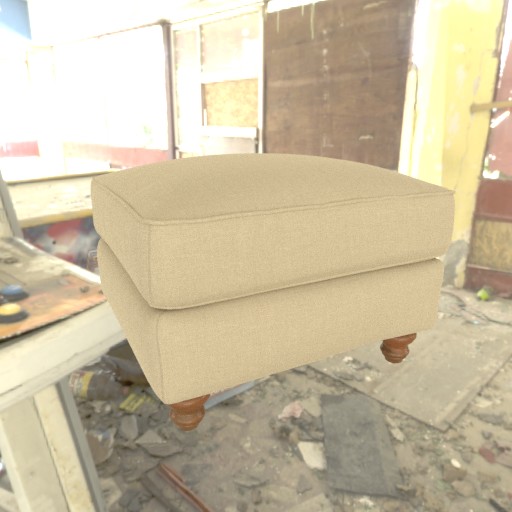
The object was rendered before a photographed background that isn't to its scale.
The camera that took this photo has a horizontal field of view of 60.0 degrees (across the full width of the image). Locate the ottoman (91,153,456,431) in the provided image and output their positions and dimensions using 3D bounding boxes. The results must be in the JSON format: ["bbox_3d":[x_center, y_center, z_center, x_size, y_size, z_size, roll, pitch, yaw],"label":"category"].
[{"bbox_3d":[0.000,0.000,1.139,0.716,0.505,0.662,-9,19,-26],"label":"ottoman"}]
